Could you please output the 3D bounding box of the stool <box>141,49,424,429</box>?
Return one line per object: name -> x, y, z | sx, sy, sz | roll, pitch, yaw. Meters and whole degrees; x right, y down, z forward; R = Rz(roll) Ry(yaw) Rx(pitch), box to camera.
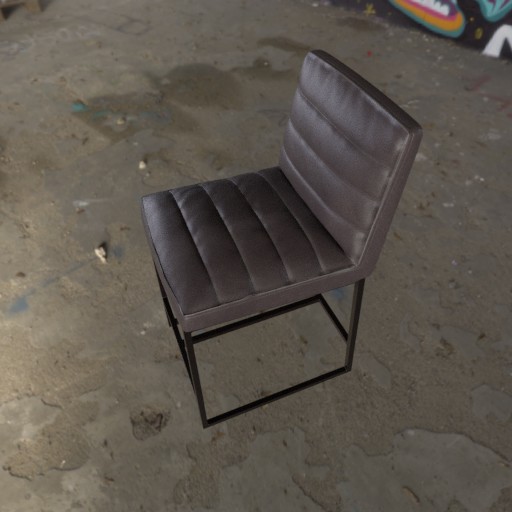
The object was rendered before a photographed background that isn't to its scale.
stool -> 0.000, 0.000, 1.270 | 0.562, 0.946, 0.463 | -17, 48, -15
